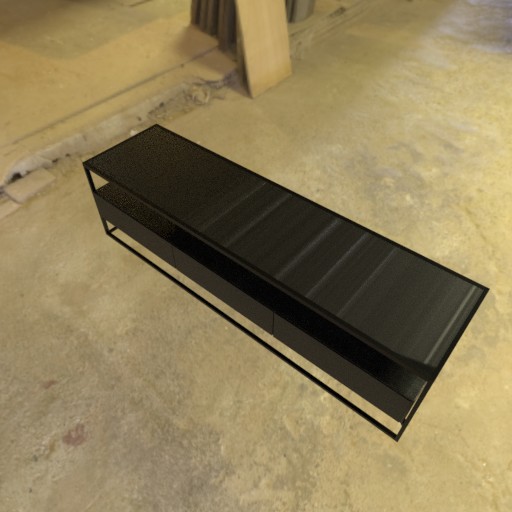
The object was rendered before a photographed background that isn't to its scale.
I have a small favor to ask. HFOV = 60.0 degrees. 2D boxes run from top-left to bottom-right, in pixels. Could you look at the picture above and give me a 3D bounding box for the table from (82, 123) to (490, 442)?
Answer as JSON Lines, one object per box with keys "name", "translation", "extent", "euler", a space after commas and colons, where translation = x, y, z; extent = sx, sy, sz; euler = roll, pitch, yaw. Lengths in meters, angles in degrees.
{"name": "table", "translation": [0.000, 0.000, 1.687], "extent": [1.486, 0.395, 0.399], "euler": [31, 54, 26]}
